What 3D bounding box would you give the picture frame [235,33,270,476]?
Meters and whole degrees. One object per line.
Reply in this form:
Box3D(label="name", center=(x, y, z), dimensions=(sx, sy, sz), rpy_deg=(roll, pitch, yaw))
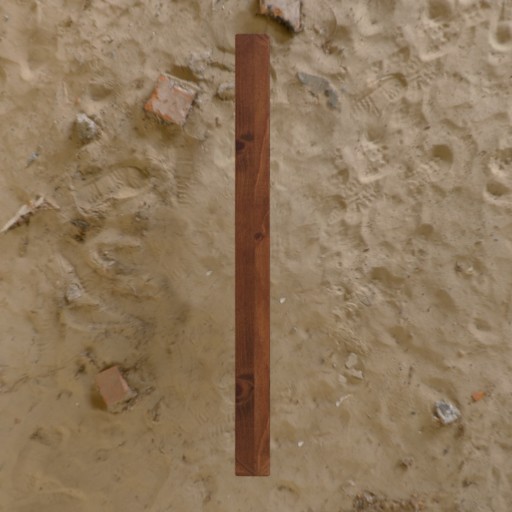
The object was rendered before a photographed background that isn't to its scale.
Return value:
Box3D(label="picture frame", center=(0.000, 0.000, 0.529), dimensions=(0.028, 0.356, 0.352), rpy_deg=(0, 89, 1))
